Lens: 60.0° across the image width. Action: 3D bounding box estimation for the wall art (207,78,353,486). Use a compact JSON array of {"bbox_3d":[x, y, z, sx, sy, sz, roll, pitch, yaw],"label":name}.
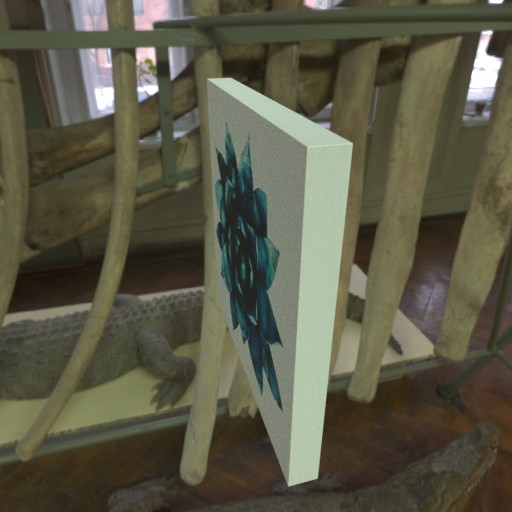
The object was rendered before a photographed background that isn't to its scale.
[{"bbox_3d":[0.000,0.000,0.605,0.038,0.406,0.406,-8,30,-14],"label":"wall art"}]
